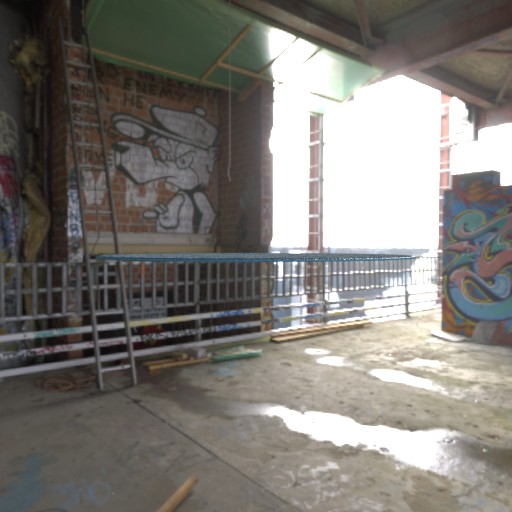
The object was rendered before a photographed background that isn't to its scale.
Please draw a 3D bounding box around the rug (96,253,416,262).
[{"bbox_3d":[0.000,0.000,2.347,1.593,0.012,1.593,0,1,0],"label":"rug"}]
